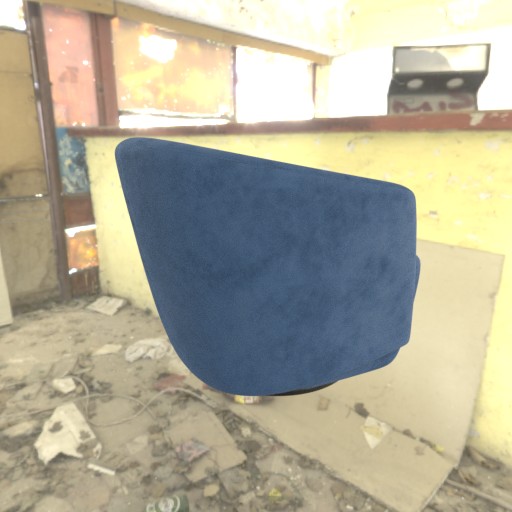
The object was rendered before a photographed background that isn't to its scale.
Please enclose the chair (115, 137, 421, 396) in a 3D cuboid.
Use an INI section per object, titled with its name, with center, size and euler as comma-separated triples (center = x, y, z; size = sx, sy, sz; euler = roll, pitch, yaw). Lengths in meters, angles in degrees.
[chair]
center = 0.000, 0.000, 1.354
size = 0.767, 0.698, 0.773
euler = -8, 16, -27
